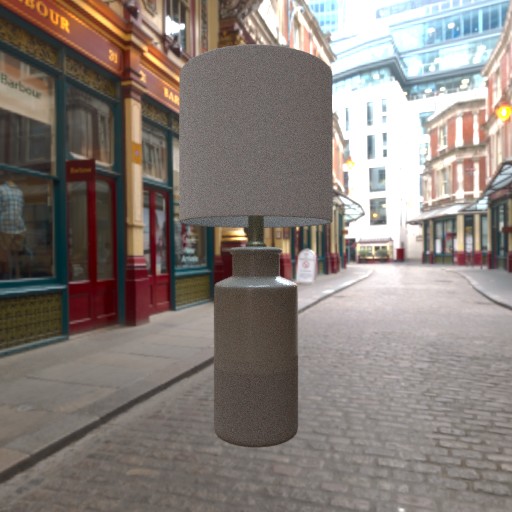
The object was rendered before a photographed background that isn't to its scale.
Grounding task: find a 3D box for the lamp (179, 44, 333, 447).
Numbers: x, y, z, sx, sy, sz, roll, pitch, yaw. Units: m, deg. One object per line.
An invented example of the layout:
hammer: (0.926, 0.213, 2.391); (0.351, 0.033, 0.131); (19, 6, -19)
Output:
lamp: (0.000, 0.000, 0.621); (0.212, 0.493, 0.212); (0, 0, 18)
